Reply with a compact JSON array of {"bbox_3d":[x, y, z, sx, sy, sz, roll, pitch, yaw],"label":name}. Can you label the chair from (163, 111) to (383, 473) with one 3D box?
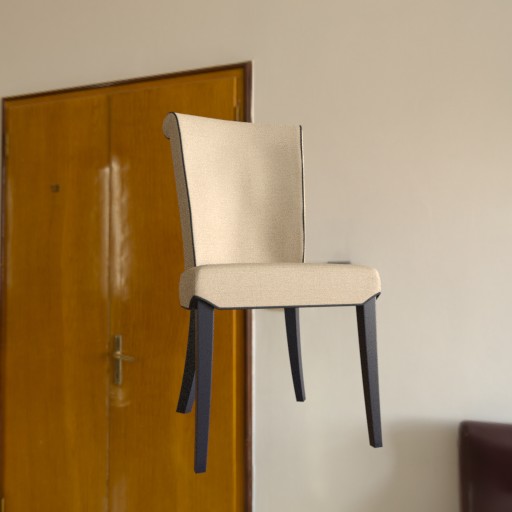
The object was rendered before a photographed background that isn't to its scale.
[{"bbox_3d":[0.000,0.000,1.371,0.522,0.997,0.623,0,-1,-18],"label":"chair"}]
